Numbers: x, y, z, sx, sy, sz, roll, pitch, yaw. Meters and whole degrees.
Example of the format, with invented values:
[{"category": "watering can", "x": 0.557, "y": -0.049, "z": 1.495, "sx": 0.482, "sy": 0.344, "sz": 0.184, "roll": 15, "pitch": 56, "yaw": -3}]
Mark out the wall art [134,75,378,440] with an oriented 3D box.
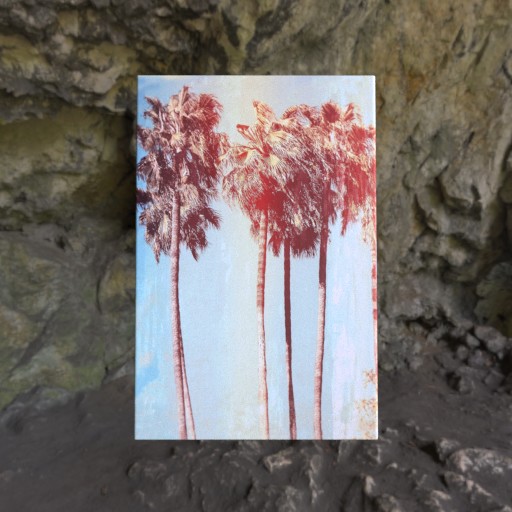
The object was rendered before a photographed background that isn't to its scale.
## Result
[{"category": "wall art", "x": 0.000, "y": 0.000, "z": 0.479, "sx": 0.251, "sy": 0.380, "sz": 0.039, "roll": 0, "pitch": -2, "yaw": 0}]
